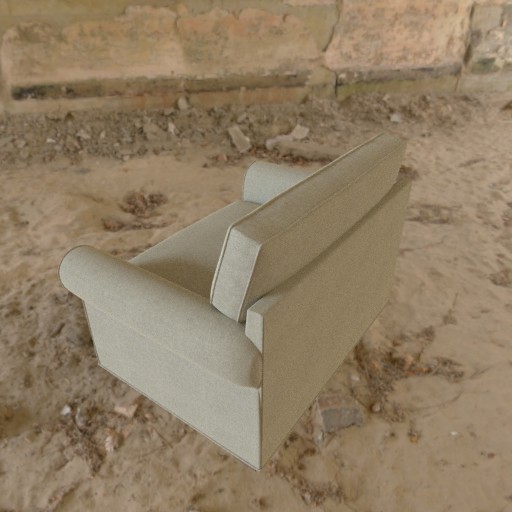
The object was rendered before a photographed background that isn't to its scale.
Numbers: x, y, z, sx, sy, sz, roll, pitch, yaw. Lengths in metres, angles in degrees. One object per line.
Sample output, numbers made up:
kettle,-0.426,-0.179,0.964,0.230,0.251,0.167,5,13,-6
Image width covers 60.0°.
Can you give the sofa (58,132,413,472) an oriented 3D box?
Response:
sofa,0.000,0.000,2.032,0.936,0.991,1.405,21,37,30
